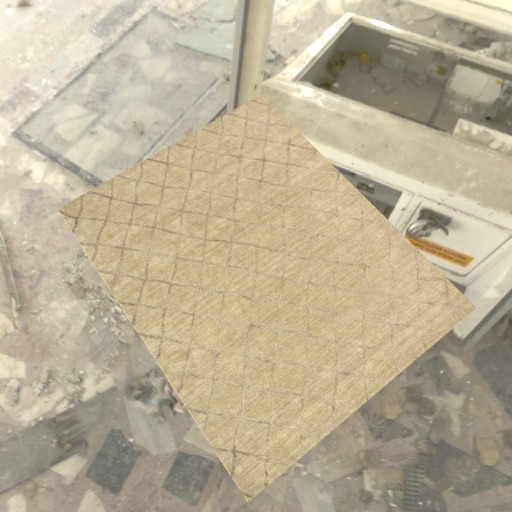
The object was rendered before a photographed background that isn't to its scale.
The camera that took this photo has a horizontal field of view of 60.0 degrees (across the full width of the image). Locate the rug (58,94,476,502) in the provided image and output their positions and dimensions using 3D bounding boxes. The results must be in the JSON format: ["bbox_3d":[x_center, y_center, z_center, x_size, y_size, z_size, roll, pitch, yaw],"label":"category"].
[{"bbox_3d":[0.000,0.000,3.986,2.420,0.019,3.038,-34,69,-15],"label":"rug"}]
